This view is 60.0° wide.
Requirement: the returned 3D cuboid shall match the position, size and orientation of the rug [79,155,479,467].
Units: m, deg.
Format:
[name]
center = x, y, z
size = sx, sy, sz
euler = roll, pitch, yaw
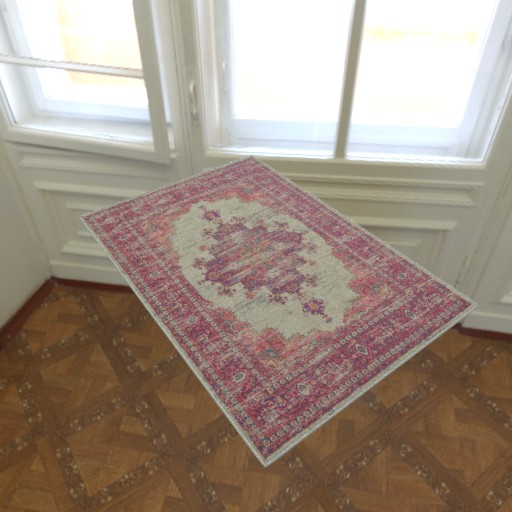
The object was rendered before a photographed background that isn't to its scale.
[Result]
[rug]
center = 0.000, 0.000, 3.716
size = 2.005, 0.014, 2.878
euler = -26, 47, -27
